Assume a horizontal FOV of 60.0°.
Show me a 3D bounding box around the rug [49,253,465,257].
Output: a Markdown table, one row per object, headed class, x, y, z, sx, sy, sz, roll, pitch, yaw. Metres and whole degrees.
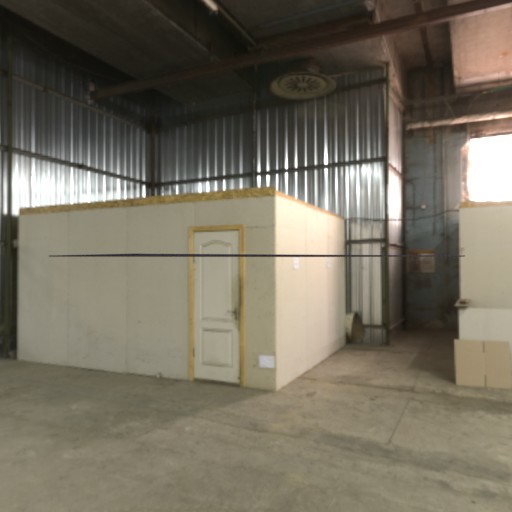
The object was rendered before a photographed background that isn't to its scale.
| class | x | y | z | sx | sy | sz | roll | pitch | yaw |
| --- | --- | --- | --- | --- | --- | --- | --- | --- | --- |
| rug | 0.000 | 0.000 | 2.923 | 2.232 | 0.009 | 1.630 | 0 | 0 | -36 |
